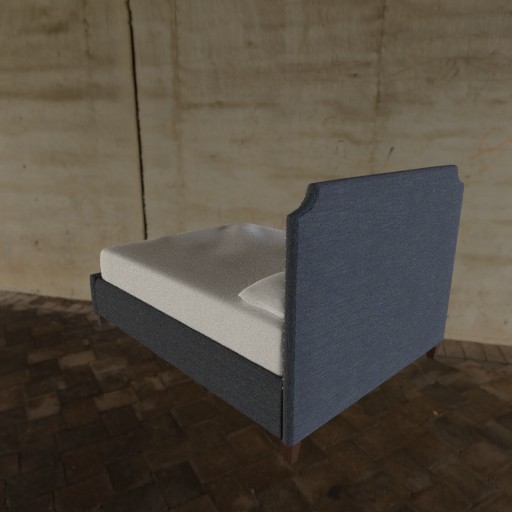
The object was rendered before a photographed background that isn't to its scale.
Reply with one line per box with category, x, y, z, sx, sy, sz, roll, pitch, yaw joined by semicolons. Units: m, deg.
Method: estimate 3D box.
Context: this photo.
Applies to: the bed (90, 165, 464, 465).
bed;0.000;0.000;3.409;1.713;1.443;2.372;-15;22;-41
